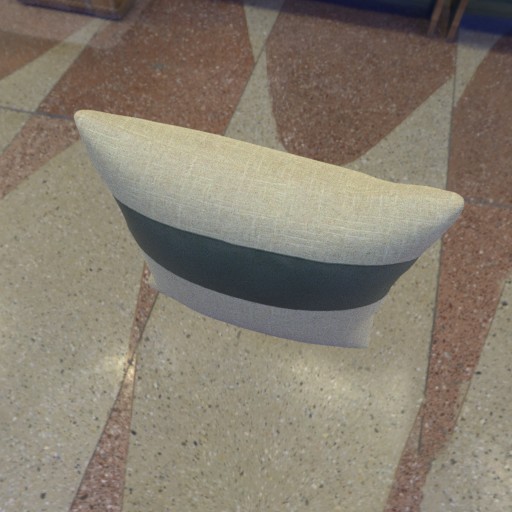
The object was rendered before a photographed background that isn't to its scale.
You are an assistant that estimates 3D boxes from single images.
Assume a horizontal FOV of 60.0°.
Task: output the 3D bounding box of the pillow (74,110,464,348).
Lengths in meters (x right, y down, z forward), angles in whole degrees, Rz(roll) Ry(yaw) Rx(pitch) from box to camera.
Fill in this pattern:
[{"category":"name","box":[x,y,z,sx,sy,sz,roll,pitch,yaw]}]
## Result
[{"category":"pillow","box":[0.000,0.000,0.617,0.414,0.399,0.173,15,60,9]}]
